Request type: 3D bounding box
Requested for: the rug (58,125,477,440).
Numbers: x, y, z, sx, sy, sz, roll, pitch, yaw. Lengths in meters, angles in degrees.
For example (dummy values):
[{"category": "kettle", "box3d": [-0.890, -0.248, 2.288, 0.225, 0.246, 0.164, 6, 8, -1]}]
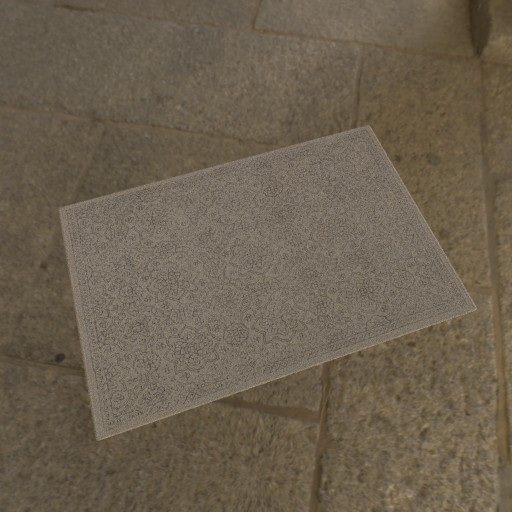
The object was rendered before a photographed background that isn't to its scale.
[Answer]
[{"category": "rug", "box3d": [0.000, 0.000, 2.811, 2.286, 0.011, 1.524, -17, 65, -8]}]
